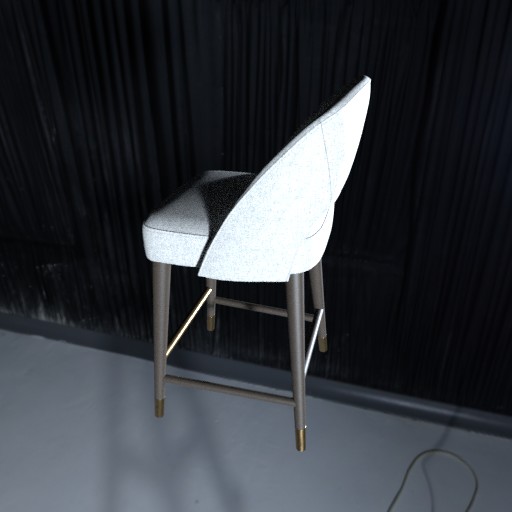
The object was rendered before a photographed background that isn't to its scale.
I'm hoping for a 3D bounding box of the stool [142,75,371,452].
[{"bbox_3d":[0.000,0.000,1.229,0.509,0.940,0.494,8,30,14],"label":"stool"}]
